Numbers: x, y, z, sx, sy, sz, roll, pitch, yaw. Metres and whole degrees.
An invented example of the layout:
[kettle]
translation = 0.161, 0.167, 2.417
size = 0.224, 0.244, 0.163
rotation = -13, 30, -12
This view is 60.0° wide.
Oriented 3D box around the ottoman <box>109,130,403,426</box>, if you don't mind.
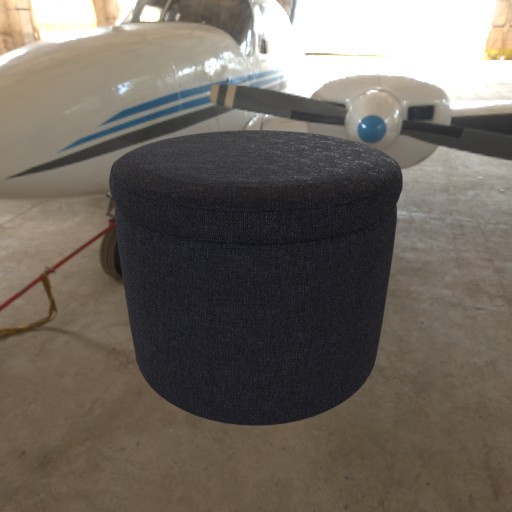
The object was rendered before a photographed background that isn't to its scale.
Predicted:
[ottoman]
translation = 0.000, 0.000, 0.892
size = 0.520, 0.430, 0.520
rotation = 0, 26, 0
